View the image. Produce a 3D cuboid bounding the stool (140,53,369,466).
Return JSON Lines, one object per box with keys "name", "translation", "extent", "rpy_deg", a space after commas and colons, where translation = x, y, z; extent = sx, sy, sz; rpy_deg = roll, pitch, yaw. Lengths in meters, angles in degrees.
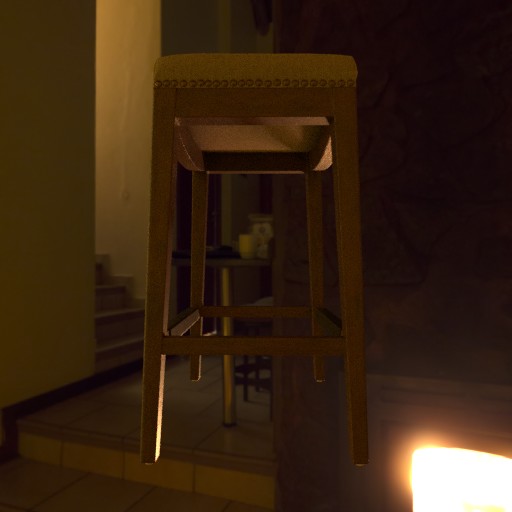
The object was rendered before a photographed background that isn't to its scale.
{"name": "stool", "translation": [0.000, 0.000, 0.944], "extent": [0.356, 0.660, 0.508], "rpy_deg": [0, -1, 1]}
